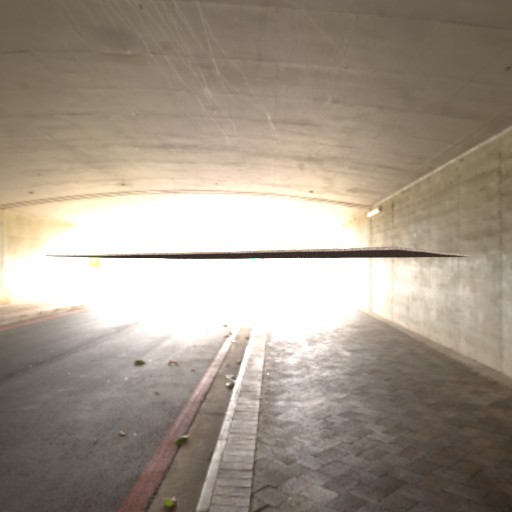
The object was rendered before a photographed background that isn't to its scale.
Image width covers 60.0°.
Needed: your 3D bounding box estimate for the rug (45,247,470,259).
[{"bbox_3d":[0.000,0.000,2.304,1.840,0.013,1.225,-1,-2,35],"label":"rug"}]
